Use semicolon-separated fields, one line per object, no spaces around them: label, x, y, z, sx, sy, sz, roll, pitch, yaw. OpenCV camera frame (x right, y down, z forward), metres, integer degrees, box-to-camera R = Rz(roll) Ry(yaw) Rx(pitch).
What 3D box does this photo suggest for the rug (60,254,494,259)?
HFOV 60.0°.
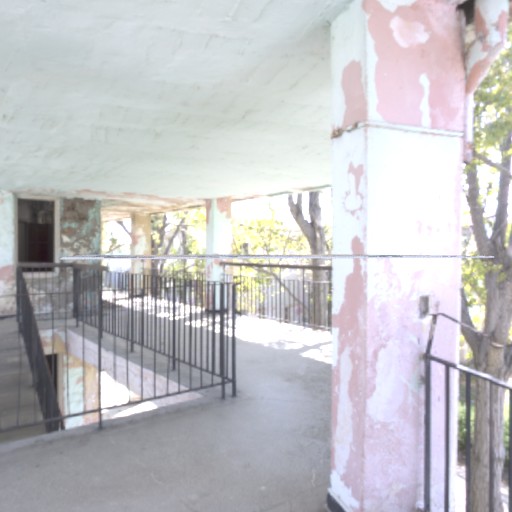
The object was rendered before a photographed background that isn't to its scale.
rug;0.000;0.000;4.058;3.040;0.014;2.423;0;0;-17
